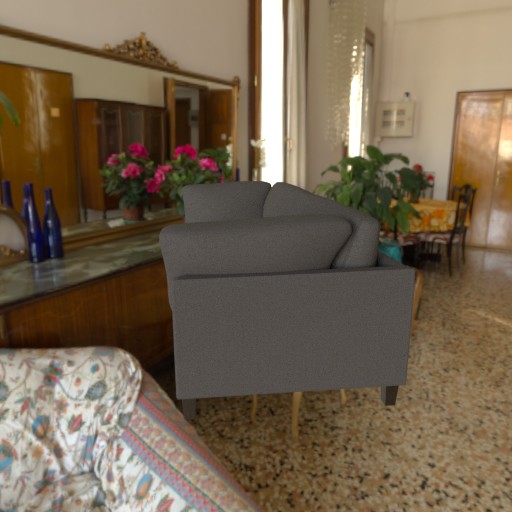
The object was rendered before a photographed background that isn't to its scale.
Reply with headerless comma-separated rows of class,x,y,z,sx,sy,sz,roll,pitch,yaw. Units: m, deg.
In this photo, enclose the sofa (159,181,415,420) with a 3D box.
sofa,0.000,0.000,2.766,0.969,0.792,2.312,-2,14,-7
